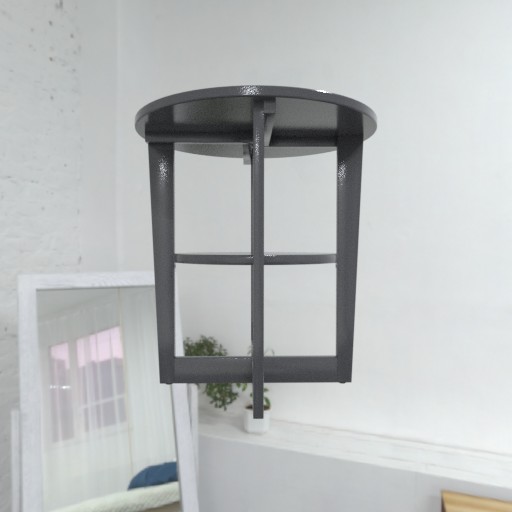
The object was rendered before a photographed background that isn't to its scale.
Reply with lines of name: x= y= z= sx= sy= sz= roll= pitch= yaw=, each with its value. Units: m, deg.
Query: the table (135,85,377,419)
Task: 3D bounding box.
table: x=0.000 y=0.000 z=0.953 sx=0.500 sy=0.550 sz=0.500 roll=0 pitch=1 yaw=0
